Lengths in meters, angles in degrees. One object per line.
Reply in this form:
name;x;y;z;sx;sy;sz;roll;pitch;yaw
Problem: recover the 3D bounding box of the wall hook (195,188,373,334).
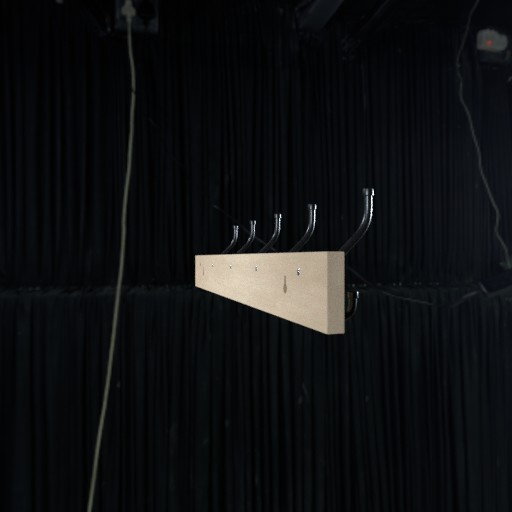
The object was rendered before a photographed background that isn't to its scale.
wall hook;0.000;0.000;0.602;0.071;0.117;0.571;0;0;-17
